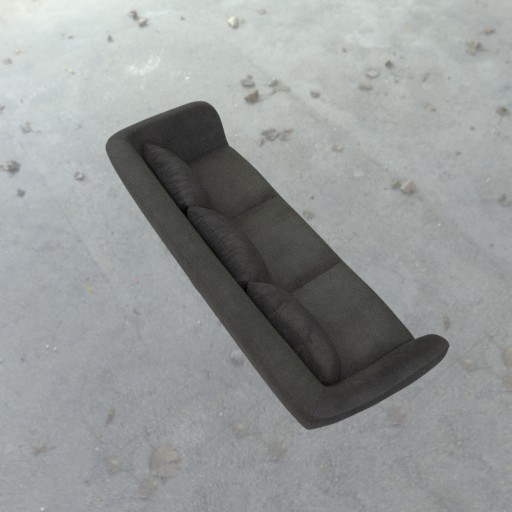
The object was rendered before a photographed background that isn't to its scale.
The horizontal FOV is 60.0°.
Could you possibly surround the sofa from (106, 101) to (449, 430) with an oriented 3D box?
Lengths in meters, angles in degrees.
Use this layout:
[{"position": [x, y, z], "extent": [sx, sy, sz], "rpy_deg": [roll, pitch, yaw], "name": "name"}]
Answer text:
[{"position": [0.000, 0.000, 2.777], "extent": [0.956, 0.875, 2.296], "rpy_deg": [-31, 62, -18], "name": "sofa"}]
